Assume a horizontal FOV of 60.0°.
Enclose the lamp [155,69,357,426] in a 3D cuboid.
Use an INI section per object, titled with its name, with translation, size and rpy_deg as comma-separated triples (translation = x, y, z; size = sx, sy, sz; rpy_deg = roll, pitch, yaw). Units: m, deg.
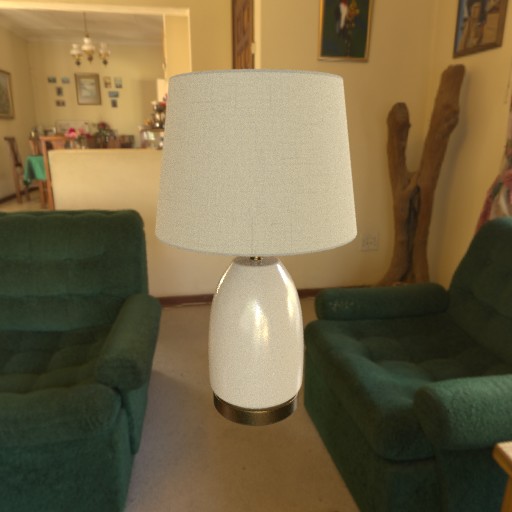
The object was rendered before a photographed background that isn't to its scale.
[lamp]
translation = 0.000, 0.000, 0.652
size = 0.285, 0.483, 0.285
rpy_deg = 0, 16, 0
